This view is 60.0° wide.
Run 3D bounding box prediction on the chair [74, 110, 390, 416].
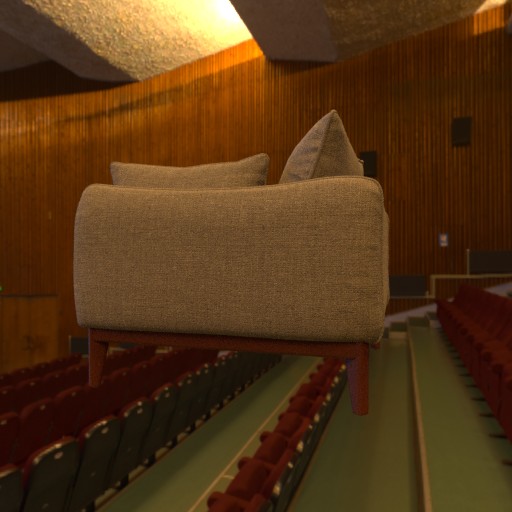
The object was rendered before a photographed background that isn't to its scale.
[{"bbox_3d":[0.000,0.000,1.711,0.976,0.839,0.993,0,0,18],"label":"chair"}]
